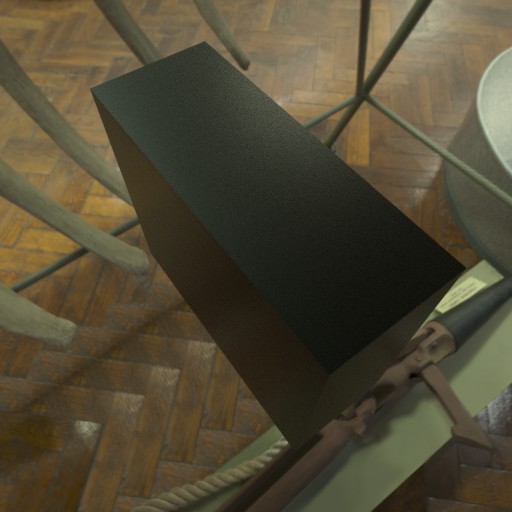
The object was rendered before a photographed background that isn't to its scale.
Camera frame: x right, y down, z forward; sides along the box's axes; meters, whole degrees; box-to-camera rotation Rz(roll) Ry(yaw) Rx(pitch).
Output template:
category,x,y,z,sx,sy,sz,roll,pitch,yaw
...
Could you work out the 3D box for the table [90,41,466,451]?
category,x,y,z,sx,sy,sz,roll,pitch,yaw
table,0.000,0.000,1.338,0.380,0.790,0.930,-32,63,-19
